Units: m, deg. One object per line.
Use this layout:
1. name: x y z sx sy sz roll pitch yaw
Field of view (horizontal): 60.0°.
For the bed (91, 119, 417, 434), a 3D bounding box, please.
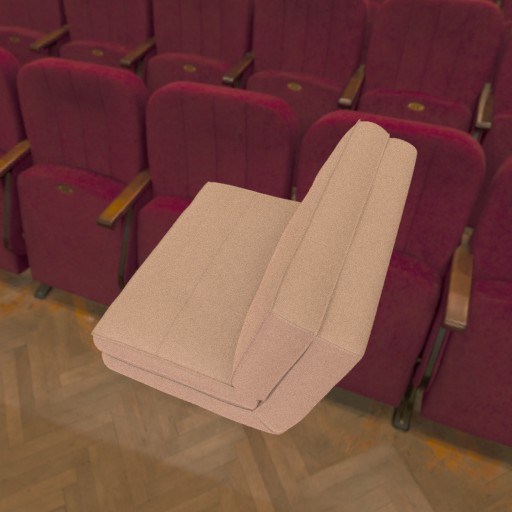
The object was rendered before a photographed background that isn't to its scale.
1. bed: 0.000 0.000 1.355 0.749 0.614 0.799 16 49 15
